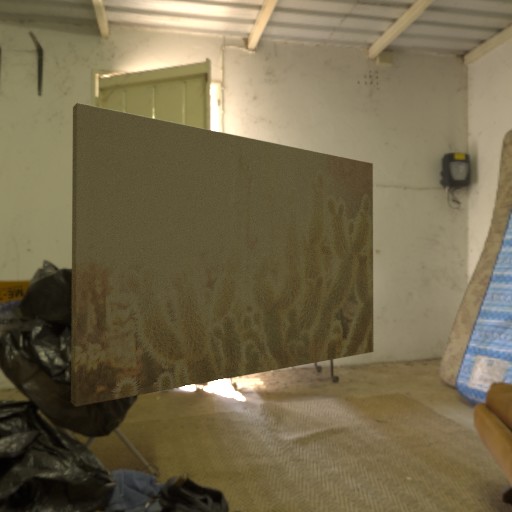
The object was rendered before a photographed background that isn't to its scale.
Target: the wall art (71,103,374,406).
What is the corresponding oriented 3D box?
[{"bbox_3d":[0.000,0.000,1.457,1.142,0.758,0.041,1,-1,-36],"label":"wall art"}]
